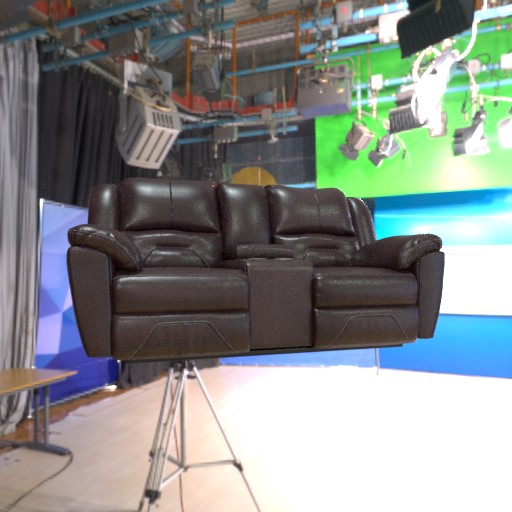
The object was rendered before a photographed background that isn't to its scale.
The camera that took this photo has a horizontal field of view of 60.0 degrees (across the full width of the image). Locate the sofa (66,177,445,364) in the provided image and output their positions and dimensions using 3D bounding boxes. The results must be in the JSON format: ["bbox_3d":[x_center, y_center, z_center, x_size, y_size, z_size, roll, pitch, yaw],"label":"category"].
[{"bbox_3d":[0.000,0.000,2.705,2.058,1.043,0.991,0,-2,-17],"label":"sofa"}]
